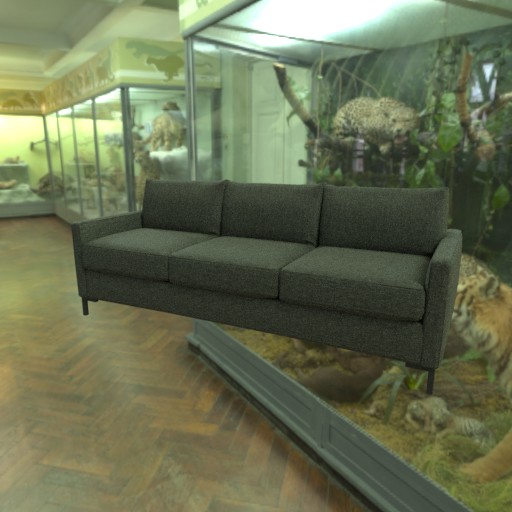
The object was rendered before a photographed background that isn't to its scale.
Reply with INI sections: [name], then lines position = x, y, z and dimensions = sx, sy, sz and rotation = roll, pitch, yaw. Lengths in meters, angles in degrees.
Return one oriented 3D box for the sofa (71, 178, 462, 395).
[sofa]
position = 0.000, 0.000, 2.711
dimensions = 2.253, 0.879, 0.876
rotation = 7, 15, 26
